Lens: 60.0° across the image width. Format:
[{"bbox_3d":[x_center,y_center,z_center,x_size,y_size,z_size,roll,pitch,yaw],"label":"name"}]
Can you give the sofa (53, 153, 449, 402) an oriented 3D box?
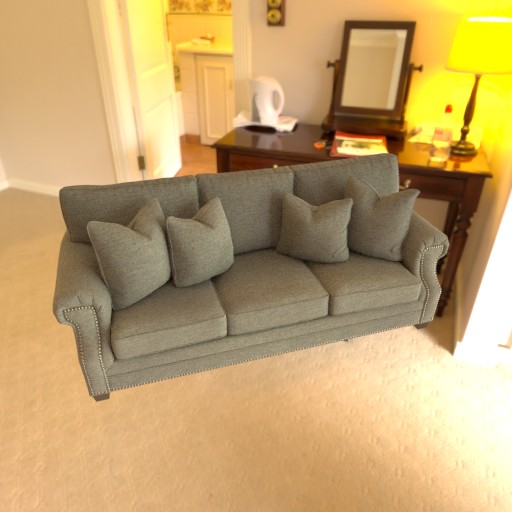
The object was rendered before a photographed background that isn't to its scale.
[{"bbox_3d":[0.000,0.000,2.792,2.312,0.975,0.965,-9,32,-15],"label":"sofa"}]
